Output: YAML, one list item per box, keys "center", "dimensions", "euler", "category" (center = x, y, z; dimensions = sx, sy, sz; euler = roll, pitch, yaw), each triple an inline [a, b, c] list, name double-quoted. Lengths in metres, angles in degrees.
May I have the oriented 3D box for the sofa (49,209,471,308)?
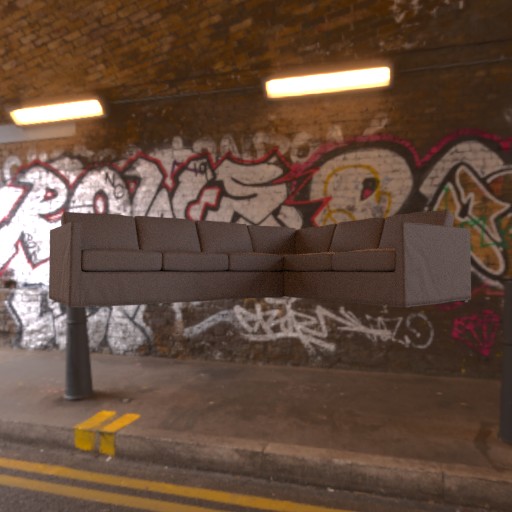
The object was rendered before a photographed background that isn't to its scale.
- center: [0.000, 0.000, 4.172]
  dimensions: [3.182, 0.871, 2.432]
  euler: [1, -2, -35]
  category: "sofa"
